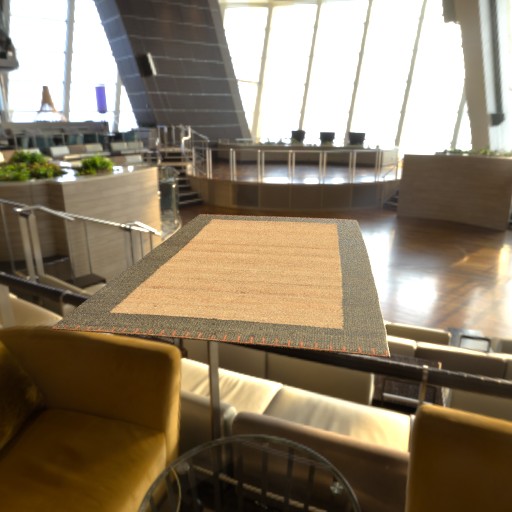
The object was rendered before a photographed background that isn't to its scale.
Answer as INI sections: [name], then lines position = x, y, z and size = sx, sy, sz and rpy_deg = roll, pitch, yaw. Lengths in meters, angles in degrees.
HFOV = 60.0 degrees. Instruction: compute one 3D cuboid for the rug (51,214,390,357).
[rug]
position = 0.000, 0.000, 3.028
size = 1.521, 0.006, 2.435
rpy_deg = 3, 18, 9
